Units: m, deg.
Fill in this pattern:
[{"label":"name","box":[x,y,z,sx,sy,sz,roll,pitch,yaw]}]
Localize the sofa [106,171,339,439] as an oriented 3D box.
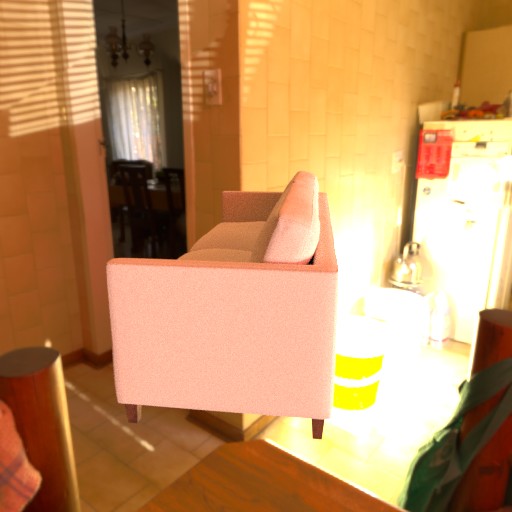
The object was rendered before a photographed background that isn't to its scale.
[{"label":"sofa","box":[0.000,0.000,2.870,0.951,0.962,2.361,2,15,7]}]
